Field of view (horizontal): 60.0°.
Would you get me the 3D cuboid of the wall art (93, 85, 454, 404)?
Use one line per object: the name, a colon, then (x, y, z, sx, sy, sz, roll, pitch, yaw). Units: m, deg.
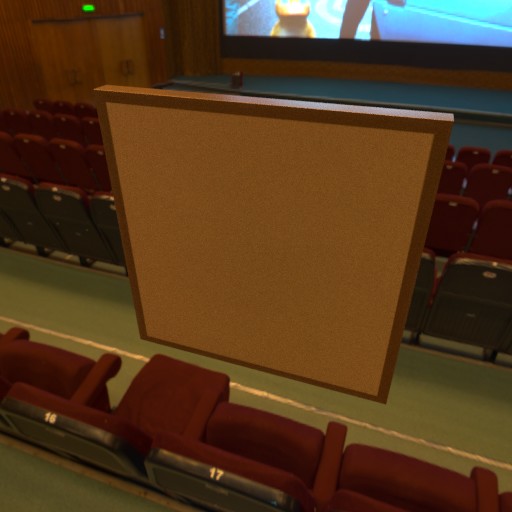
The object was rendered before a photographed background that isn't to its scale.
wall art: (0.000, 0.000, 0.748, 0.510, 0.509, 0.033, 11, 34, 16)
